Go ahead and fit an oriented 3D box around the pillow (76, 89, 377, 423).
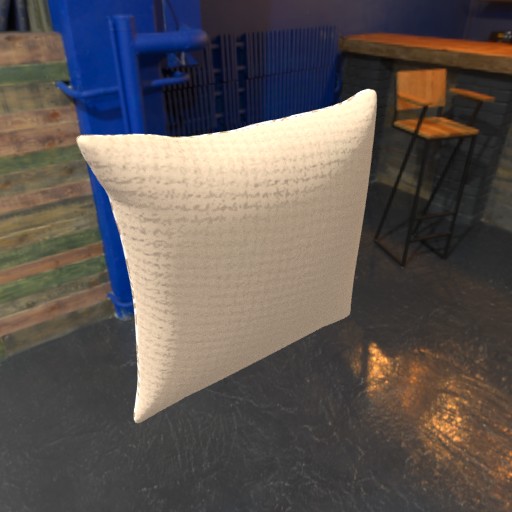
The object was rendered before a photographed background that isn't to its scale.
[{"bbox_3d":[0.000,0.000,0.626,0.419,0.407,0.173,-20,37,-29],"label":"pillow"}]
